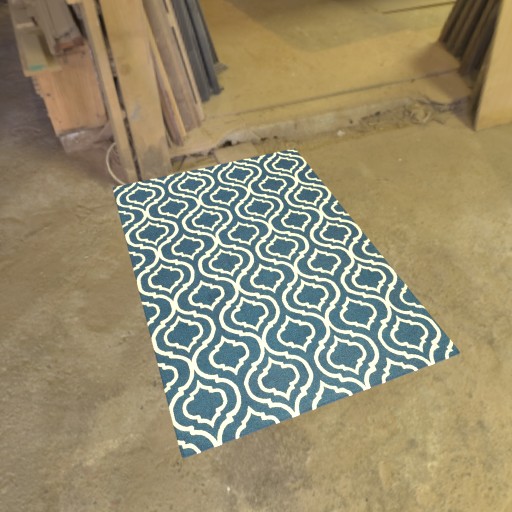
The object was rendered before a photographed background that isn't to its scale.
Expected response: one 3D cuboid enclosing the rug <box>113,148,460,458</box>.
[{"bbox_3d":[0.000,0.000,2.868,1.524,0.010,2.134,-15,48,-14],"label":"rug"}]
